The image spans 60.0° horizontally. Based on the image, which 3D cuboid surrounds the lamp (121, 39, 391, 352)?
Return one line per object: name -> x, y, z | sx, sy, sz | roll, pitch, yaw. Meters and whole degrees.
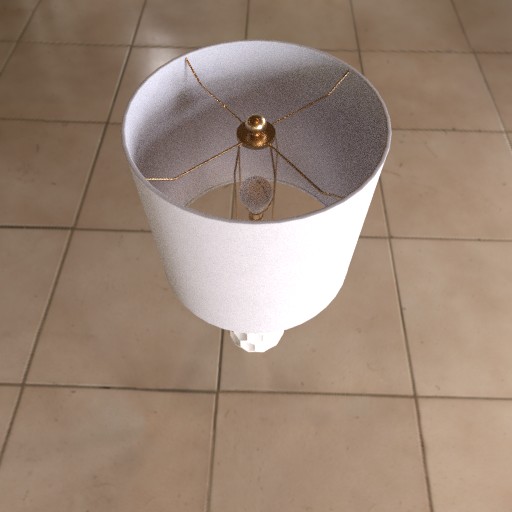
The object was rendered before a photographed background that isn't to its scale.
lamp -> 0.000, 0.000, 0.684 | 0.277, 0.537, 0.277 | 1, 58, 0
